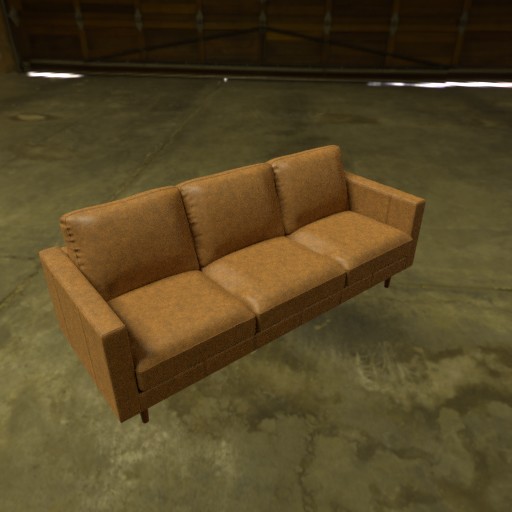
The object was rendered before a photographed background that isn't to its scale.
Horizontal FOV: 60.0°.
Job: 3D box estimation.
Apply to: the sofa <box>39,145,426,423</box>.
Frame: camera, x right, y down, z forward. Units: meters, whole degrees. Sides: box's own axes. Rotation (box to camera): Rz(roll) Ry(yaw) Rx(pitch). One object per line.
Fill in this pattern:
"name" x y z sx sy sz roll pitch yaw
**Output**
"sofa" 0.000 0.000 2.745 2.231 0.930 0.903 -22 37 -32
